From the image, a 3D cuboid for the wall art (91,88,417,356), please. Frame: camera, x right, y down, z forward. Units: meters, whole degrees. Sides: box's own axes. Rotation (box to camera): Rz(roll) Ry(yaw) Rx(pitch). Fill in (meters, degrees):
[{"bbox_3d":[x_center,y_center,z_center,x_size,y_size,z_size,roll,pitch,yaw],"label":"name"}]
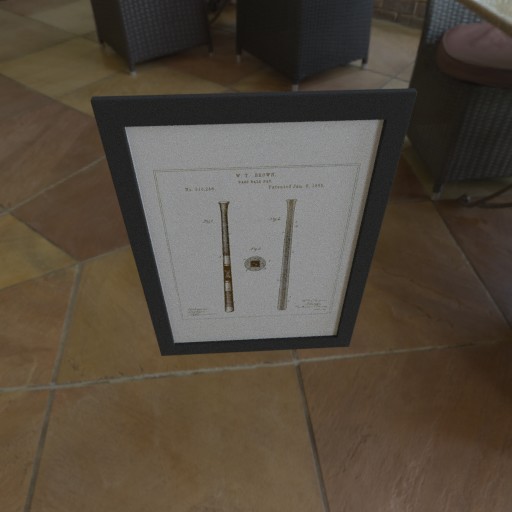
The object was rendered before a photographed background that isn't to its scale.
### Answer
[{"bbox_3d":[0.000,0.000,0.697,0.374,0.529,0.012,-2,45,-2],"label":"wall art"}]
